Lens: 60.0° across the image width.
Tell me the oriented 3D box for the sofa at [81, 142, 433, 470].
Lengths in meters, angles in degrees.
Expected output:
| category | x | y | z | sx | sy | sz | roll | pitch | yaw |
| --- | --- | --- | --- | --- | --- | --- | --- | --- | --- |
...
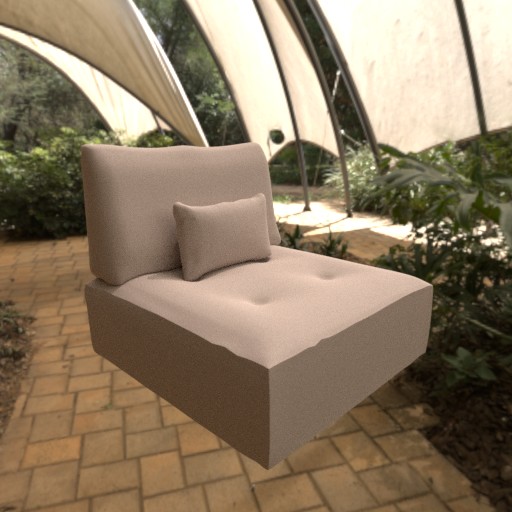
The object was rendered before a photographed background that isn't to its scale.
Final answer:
| category | x | y | z | sx | sy | sz | roll | pitch | yaw |
| --- | --- | --- | --- | --- | --- | --- | --- | --- | --- |
| sofa | 0.000 | 0.000 | 1.684 | 1.000 | 0.828 | 0.935 | 14 | 20 | 43 |
